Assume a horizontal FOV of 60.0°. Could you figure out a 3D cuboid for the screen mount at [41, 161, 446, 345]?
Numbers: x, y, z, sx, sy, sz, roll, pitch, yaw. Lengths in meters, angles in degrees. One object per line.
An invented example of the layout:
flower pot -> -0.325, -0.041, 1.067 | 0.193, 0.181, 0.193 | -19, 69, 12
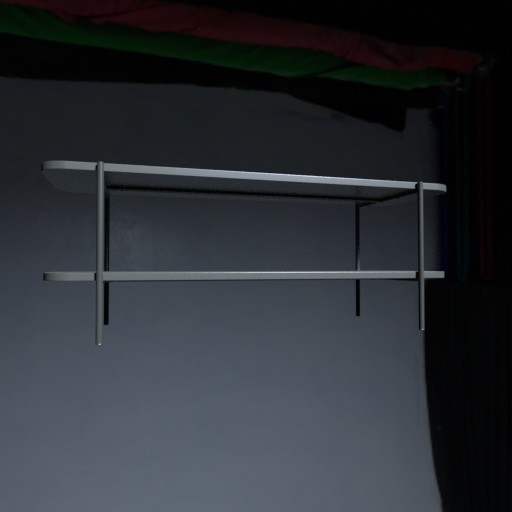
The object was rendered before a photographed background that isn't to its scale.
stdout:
screen mount -> 0.000, 0.000, 1.397 | 1.200, 0.447, 0.400 | 0, -1, -16
